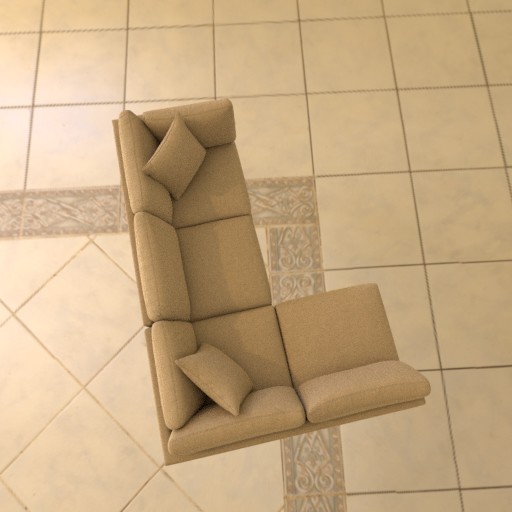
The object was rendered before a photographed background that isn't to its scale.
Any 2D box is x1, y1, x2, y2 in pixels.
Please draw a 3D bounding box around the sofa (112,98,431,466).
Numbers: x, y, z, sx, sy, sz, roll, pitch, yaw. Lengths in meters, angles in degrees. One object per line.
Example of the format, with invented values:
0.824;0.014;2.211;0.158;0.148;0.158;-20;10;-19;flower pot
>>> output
0.000;0.000;3.801;1.994;0.978;2.896;-12;75;-3;sofa
